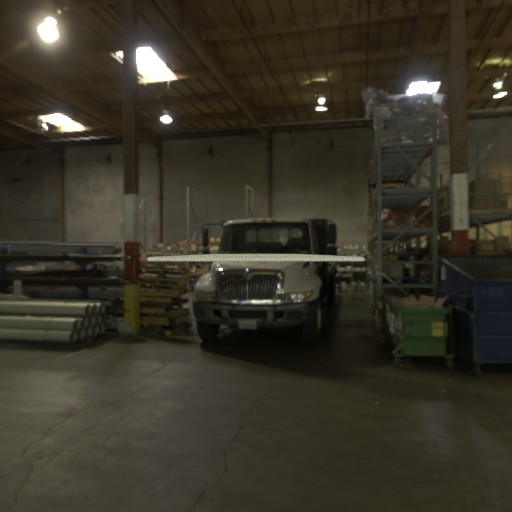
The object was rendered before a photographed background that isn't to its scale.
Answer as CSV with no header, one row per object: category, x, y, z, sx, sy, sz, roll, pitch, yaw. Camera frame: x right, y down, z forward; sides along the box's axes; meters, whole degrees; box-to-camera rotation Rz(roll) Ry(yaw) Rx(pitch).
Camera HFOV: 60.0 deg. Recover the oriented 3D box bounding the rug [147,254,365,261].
rug,0.000,0.000,2.513,0.678,0.014,2.276,0,0,0
